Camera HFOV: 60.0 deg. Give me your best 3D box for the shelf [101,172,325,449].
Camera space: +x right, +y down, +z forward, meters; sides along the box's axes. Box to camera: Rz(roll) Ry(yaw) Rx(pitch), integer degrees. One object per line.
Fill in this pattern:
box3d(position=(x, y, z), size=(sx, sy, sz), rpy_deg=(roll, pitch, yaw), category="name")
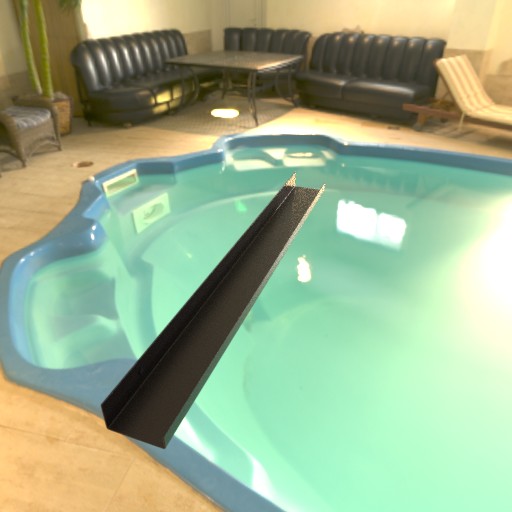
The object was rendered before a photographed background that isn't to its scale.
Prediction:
box3d(position=(0.000, 0.000, 0.948), size=(0.092, 0.049, 0.924), rpy_deg=(11, 33, 17), category="shelf")
